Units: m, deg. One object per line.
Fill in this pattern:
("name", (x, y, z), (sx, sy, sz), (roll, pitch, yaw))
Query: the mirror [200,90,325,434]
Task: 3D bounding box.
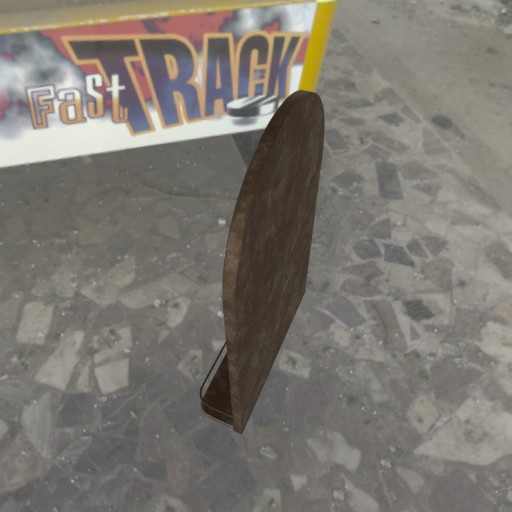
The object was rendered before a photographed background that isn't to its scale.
("mirror", (0.000, 0.000, 1.030), (0.137, 0.770, 0.510), (17, 49, 16))
